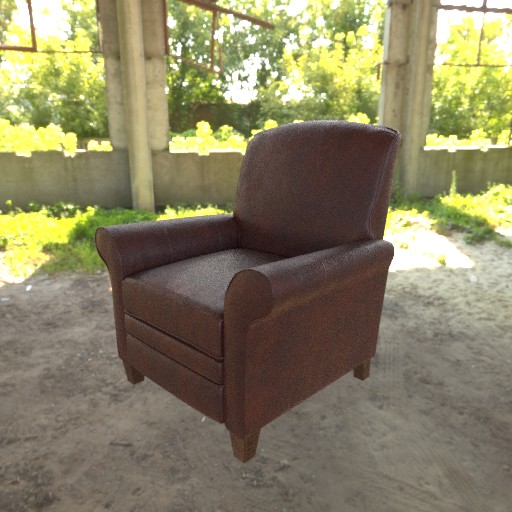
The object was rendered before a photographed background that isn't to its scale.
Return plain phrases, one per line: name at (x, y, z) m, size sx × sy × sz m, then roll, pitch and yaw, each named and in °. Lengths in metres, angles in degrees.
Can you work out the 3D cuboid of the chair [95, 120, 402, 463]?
chair at (0.000, 0.000, 1.774) m, size 0.978 × 1.061 × 0.902 m, roll 14°, pitch 20°, yaw 43°
